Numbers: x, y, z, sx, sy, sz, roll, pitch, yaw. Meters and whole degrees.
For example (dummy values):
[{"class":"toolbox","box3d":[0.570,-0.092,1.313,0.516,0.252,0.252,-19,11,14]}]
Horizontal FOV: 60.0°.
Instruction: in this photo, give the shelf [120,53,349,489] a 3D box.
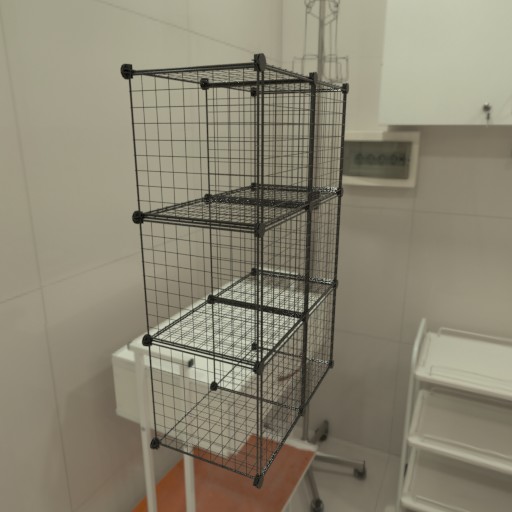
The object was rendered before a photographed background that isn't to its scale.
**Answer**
[{"class":"shelf","box3d":[0.000,0.000,1.404,0.356,1.067,0.711,8,18,25]}]
